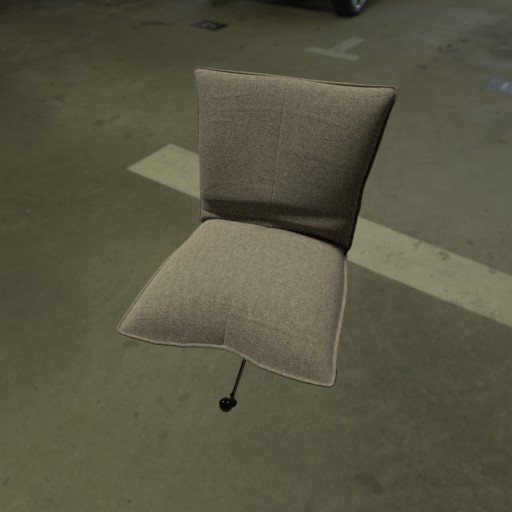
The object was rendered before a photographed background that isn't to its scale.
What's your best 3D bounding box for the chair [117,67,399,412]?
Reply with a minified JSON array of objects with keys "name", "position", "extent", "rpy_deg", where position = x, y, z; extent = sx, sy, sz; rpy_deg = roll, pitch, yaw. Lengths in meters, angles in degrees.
[{"name":"chair","position":[0.000,0.000,1.287],"extent":[0.597,0.811,0.696],"rpy_deg":[12,43,13]}]
